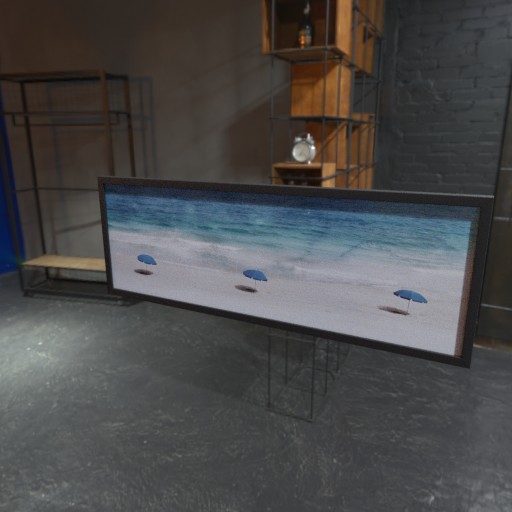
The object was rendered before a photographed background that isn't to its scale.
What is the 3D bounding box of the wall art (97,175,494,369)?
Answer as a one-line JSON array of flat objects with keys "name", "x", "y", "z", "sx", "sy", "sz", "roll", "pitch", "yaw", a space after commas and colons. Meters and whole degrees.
[{"name": "wall art", "x": 0.000, "y": 0.000, "z": 1.721, "sx": 1.572, "sy": 0.554, "sz": 0.041, "roll": 8, "pitch": 17, "yaw": 26}]
